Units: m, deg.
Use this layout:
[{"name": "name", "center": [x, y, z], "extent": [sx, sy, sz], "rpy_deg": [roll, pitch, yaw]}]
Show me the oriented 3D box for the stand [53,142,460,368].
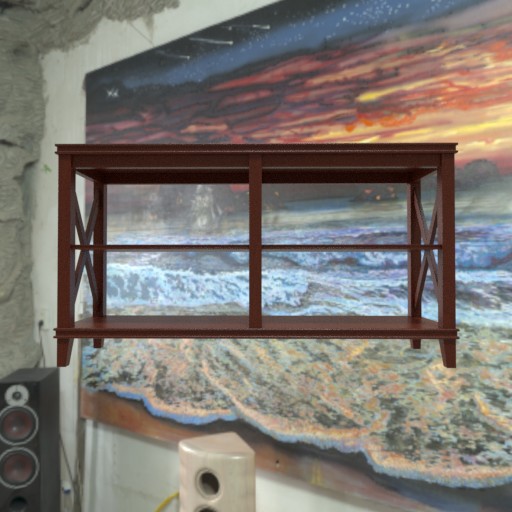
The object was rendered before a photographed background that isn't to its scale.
[{"name": "stand", "center": [0.000, 0.000, 1.688], "extent": [1.372, 0.762, 0.381], "rpy_deg": [0, -1, 1]}]
